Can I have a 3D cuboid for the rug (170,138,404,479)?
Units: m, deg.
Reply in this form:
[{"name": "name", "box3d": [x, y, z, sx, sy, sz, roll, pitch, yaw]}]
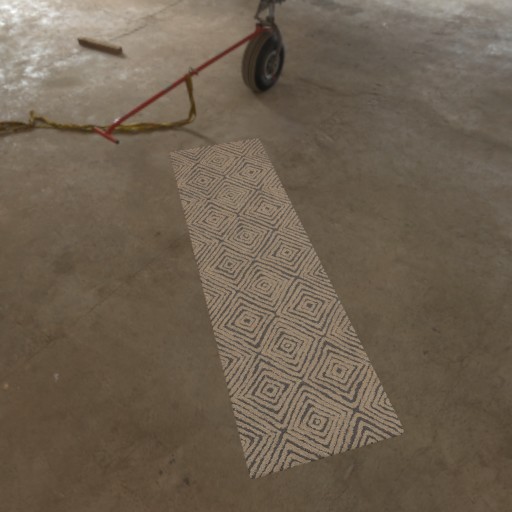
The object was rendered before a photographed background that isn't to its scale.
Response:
[{"name": "rug", "box3d": [0.000, 0.000, 2.545, 0.676, 0.008, 2.277, -12, 49, -10]}]
